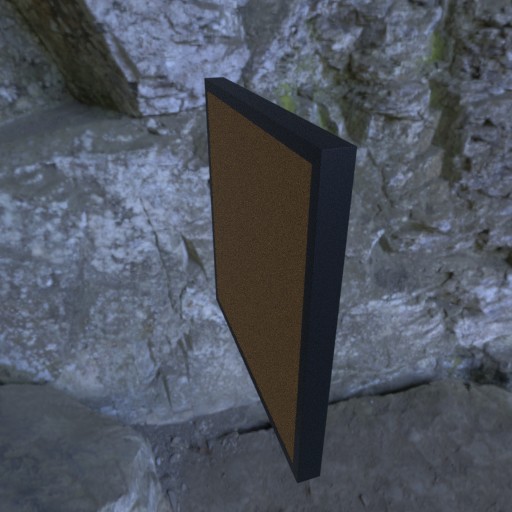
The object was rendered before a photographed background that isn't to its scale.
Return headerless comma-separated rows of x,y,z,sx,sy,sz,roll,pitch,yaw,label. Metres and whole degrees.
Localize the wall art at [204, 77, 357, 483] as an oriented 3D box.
0.000,0.000,0.758,0.038,0.508,0.508,-9,31,-16,wall art
